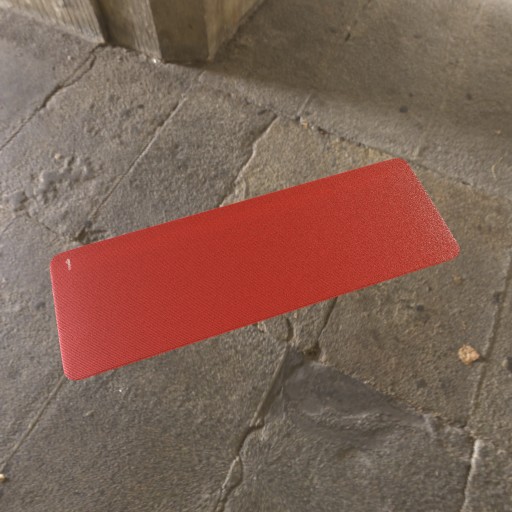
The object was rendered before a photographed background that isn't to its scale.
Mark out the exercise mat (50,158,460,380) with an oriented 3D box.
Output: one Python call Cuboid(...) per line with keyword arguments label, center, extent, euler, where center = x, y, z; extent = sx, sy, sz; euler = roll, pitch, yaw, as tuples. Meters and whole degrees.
Cuboid(label="exercise mat", center=(0.000, 0.000, 2.092), extent=(1.869, 0.021, 0.616), euler=(-17, 65, -8))
